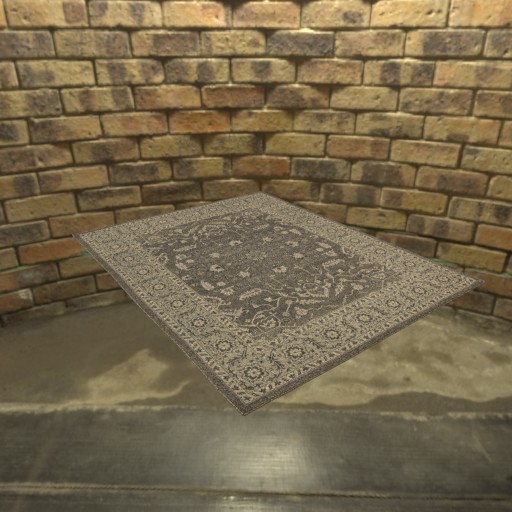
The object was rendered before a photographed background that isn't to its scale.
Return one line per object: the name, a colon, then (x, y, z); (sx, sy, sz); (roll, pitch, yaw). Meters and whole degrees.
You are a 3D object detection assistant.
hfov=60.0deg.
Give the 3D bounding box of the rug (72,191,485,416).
rug: (0.000, 0.000, 4.106); (2.451, 0.026, 3.069); (-18, 31, -32)
